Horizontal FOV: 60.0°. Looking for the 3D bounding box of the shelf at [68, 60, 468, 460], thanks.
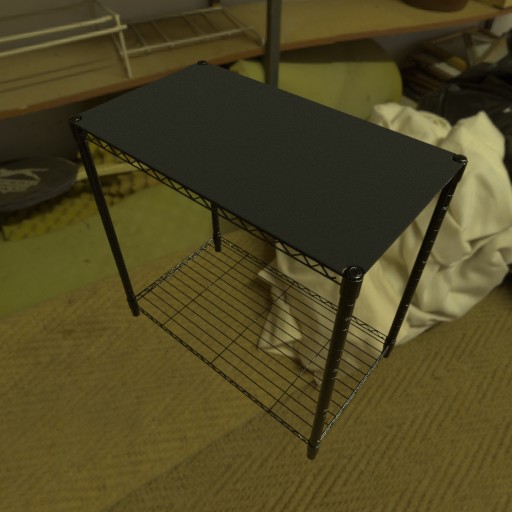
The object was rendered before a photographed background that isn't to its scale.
[{"bbox_3d":[0.000,0.000,0.930,0.589,0.564,0.338,31,53,27],"label":"shelf"}]
